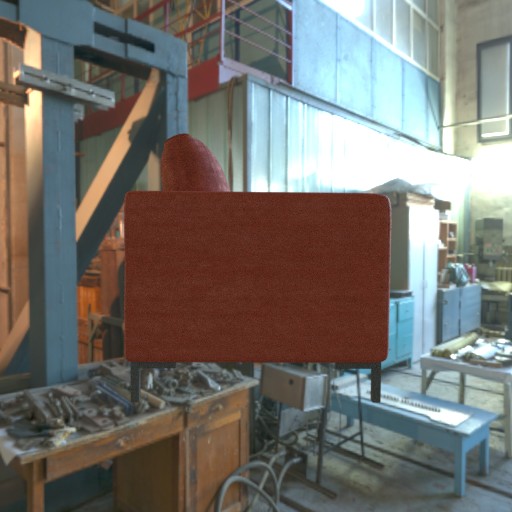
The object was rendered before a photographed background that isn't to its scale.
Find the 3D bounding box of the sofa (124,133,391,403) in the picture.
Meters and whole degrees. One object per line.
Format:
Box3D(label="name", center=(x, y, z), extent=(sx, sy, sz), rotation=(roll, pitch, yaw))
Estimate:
Box3D(label="sofa", center=(0.000, 0.000, 2.156), extent=(0.864, 0.896, 1.574), rotation=(0, 2, -1))
